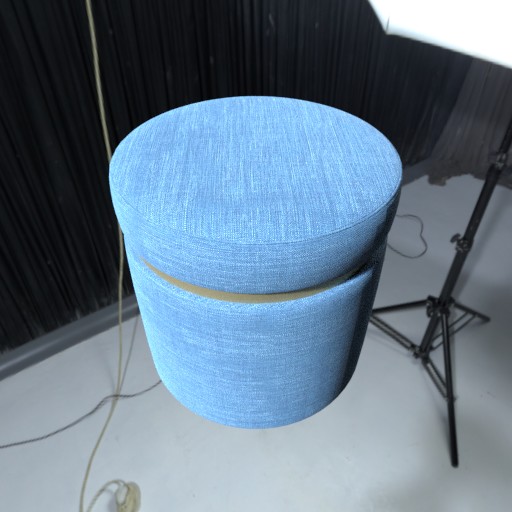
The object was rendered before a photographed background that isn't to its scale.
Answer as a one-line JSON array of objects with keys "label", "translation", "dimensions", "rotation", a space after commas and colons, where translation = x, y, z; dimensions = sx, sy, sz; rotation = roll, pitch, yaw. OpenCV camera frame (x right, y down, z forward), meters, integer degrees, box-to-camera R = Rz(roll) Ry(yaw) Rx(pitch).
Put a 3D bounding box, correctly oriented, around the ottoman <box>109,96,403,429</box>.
[{"label": "ottoman", "translation": [0.000, 0.000, 0.729], "dimensions": [0.398, 0.406, 0.398], "rotation": [0, 41, 0]}]
